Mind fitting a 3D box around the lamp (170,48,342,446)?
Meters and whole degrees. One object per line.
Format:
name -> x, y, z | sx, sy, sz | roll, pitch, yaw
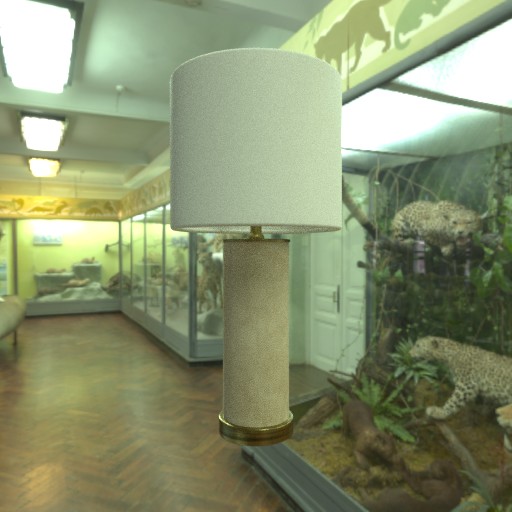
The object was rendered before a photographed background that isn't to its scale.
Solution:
lamp -> 0.000, 0.000, 0.803 | 0.305, 0.634, 0.305 | 0, 1, 34
